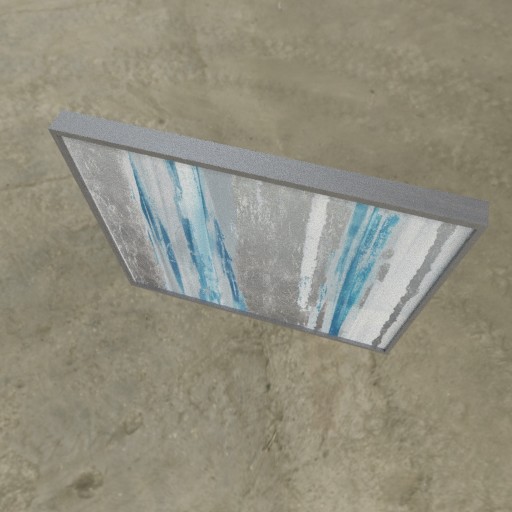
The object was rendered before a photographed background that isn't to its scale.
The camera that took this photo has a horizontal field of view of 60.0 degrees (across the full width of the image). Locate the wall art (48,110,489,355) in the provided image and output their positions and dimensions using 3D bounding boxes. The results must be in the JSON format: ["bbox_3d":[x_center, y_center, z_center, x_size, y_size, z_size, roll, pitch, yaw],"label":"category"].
[{"bbox_3d":[0.000,0.000,0.743,0.557,0.450,0.037,14,60,8],"label":"wall art"}]
